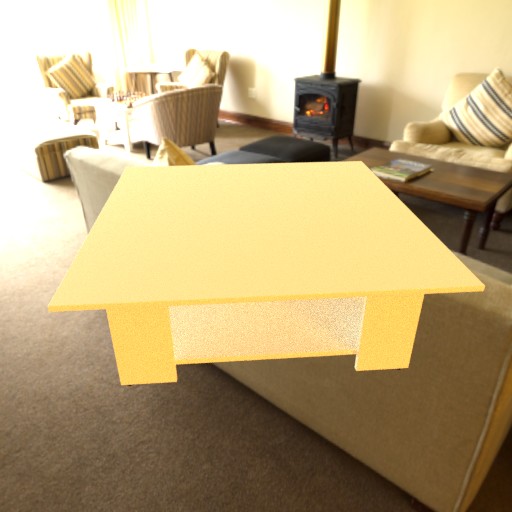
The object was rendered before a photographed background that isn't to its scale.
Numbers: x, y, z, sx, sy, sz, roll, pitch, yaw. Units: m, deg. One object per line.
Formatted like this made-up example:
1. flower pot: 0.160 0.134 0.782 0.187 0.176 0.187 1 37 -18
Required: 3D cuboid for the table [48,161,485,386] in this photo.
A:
1. table: 0.000 0.000 1.358 0.890 0.305 0.890 -2 29 -4
